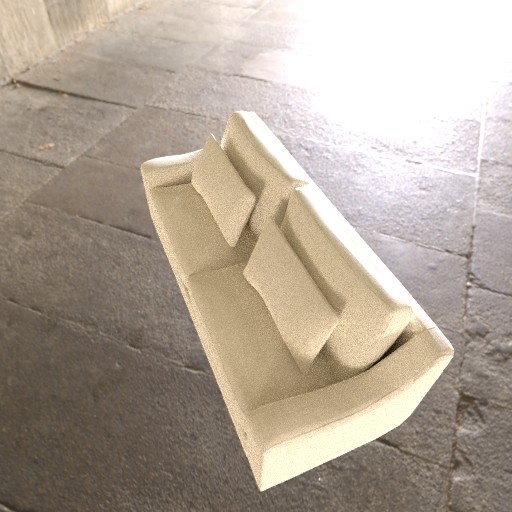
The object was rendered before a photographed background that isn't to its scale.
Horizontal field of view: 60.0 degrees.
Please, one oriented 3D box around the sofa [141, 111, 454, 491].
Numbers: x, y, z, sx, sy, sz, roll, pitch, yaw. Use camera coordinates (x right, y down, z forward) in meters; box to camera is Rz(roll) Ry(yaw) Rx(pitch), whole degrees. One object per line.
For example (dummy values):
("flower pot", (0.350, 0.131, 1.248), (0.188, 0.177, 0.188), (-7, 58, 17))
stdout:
("sofa", (0.000, 0.000, 2.950), (1.009, 1.022, 2.470), (-17, 49, -16))
